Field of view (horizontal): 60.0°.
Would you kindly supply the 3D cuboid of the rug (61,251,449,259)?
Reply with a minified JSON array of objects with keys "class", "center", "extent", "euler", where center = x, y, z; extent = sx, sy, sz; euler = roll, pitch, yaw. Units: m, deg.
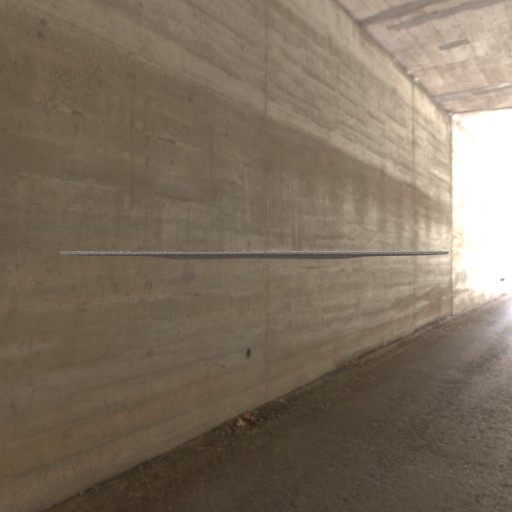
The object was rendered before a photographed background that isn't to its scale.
[{"class":"rug","center":[0.000,0.000,2.184],"extent":[1.149,0.021,1.773],"euler":[0,-1,1]}]
